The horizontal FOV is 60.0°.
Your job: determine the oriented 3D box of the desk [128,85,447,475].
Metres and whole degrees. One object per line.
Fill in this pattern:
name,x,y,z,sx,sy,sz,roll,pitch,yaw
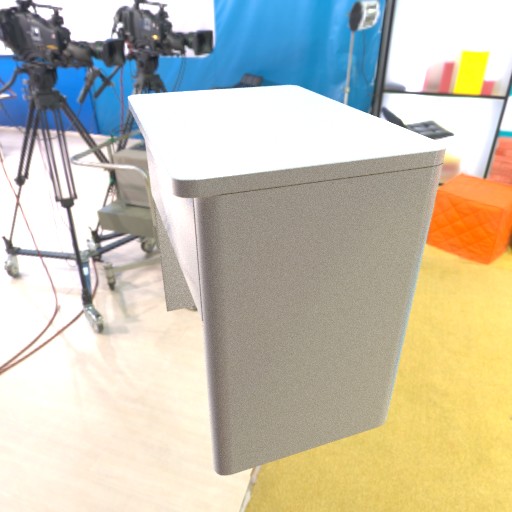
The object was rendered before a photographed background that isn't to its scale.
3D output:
desk,0.000,0.000,1.294,0.549,0.800,0.762,-10,32,-17
